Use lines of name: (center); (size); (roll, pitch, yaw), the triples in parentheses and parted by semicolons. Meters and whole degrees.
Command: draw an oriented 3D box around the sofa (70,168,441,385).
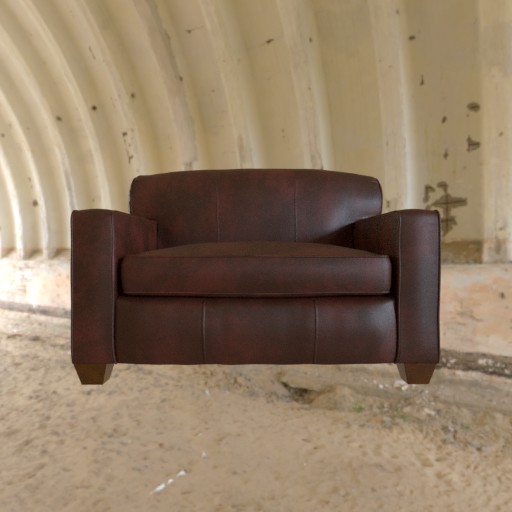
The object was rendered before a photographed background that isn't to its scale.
sofa: (0.000, 0.000, 2.083); (1.413, 0.956, 1.000); (0, 1, 0)
